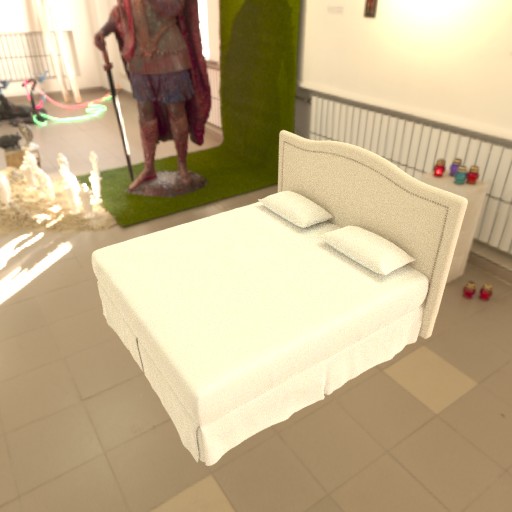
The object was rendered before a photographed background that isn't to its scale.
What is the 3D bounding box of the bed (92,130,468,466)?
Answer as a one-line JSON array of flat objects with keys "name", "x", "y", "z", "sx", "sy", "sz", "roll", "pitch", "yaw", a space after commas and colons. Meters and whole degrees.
[{"name": "bed", "x": 0.000, "y": 0.000, "z": 3.587, "sx": 2.182, "sy": 1.421, "sz": 2.083, "roll": -20, "pitch": 37, "yaw": -29}]
